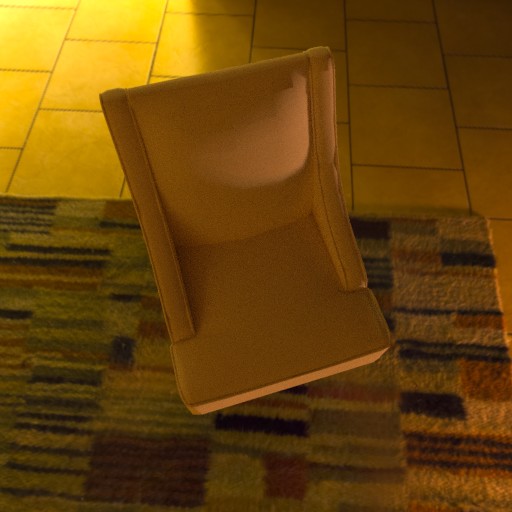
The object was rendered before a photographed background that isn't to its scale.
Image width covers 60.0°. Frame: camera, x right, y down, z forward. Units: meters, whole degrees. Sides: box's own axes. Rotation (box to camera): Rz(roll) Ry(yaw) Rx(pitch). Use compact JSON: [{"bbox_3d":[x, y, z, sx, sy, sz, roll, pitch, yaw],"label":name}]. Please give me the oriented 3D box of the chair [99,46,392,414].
[{"bbox_3d":[0.000,0.000,1.468,0.689,0.886,0.806,-15,64,-7],"label":"chair"}]
